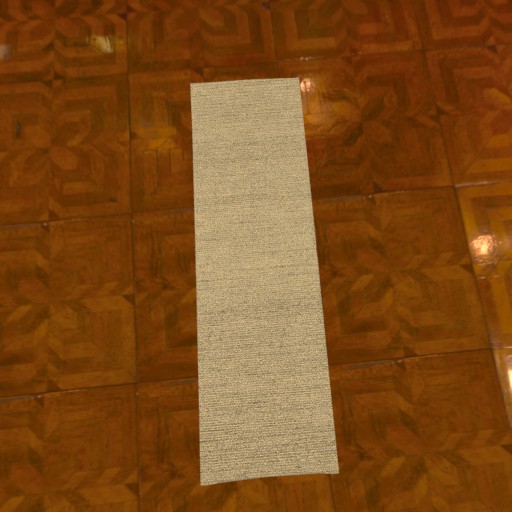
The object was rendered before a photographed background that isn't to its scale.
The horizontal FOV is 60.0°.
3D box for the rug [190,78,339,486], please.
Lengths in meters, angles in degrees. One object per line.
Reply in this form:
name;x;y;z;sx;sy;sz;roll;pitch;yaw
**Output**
rug;0.000;0.000;2.502;0.692;0.032;2.320;-3;75;-1
